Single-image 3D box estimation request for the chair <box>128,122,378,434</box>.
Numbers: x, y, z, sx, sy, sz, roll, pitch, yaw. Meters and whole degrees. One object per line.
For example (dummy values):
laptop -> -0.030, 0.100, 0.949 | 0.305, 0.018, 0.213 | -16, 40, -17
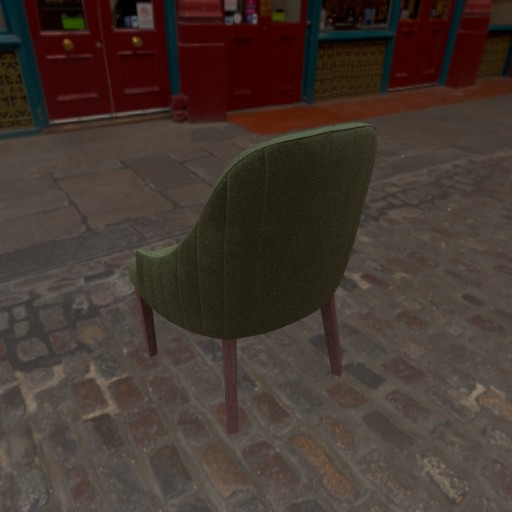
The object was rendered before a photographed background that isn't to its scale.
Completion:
chair -> 0.000, 0.000, 1.351 | 0.643, 0.889, 0.575 | -18, 35, -29
